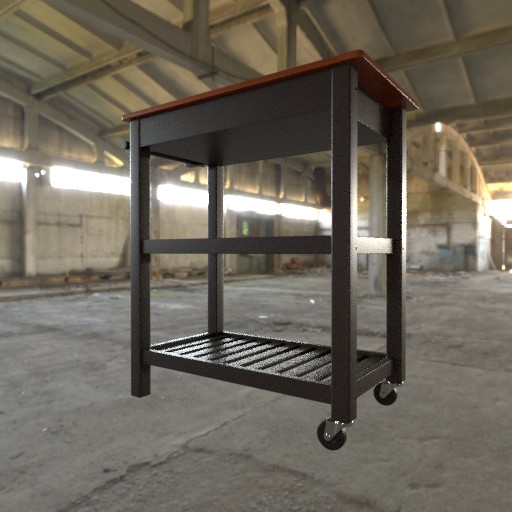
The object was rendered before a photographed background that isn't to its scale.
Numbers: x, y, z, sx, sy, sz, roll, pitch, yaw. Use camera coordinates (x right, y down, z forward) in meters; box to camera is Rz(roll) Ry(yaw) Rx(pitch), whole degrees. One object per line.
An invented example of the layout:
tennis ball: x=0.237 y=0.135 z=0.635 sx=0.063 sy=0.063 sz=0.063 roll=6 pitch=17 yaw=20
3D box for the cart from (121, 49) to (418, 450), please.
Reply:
cart: x=0.000 y=0.000 z=1.431 sx=0.899 sy=0.927 sz=0.457 roll=0 pitch=1 yaw=35
